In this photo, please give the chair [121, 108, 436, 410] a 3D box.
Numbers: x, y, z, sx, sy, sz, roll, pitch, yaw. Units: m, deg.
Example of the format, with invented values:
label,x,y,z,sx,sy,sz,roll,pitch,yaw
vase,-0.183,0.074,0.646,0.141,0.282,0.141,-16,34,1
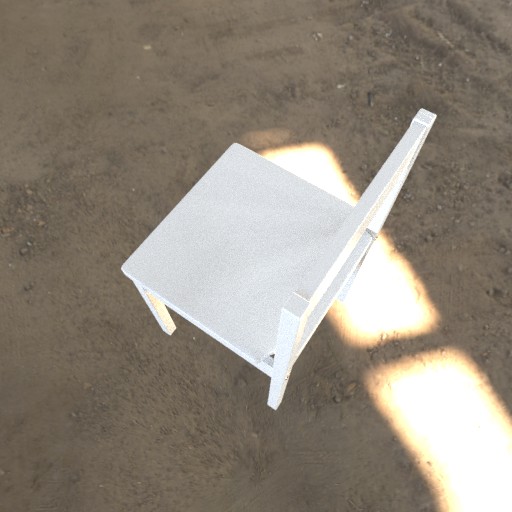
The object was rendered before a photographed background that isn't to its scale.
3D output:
label,x,y,z,sx,sy,sz,roll,pitch,yaw
chair,0.000,0.000,0.880,0.361,0.668,0.367,31,67,15
